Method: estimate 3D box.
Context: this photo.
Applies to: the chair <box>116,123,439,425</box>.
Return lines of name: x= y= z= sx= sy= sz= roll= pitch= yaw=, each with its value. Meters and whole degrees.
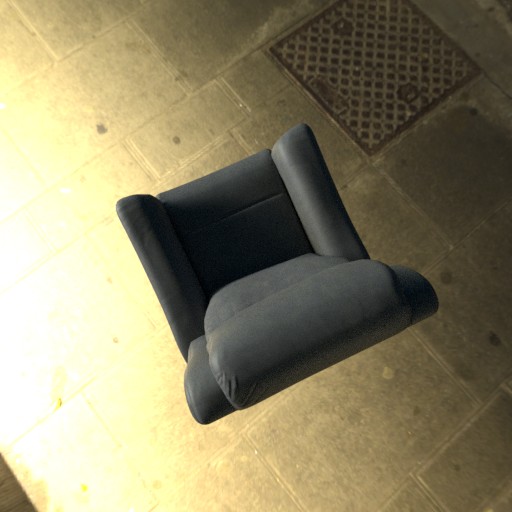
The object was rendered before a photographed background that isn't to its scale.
chair: x=0.000 y=0.000 z=1.953 sx=0.965 sy=1.116 sz=1.068 roll=-24 pitch=77 yaw=-6
